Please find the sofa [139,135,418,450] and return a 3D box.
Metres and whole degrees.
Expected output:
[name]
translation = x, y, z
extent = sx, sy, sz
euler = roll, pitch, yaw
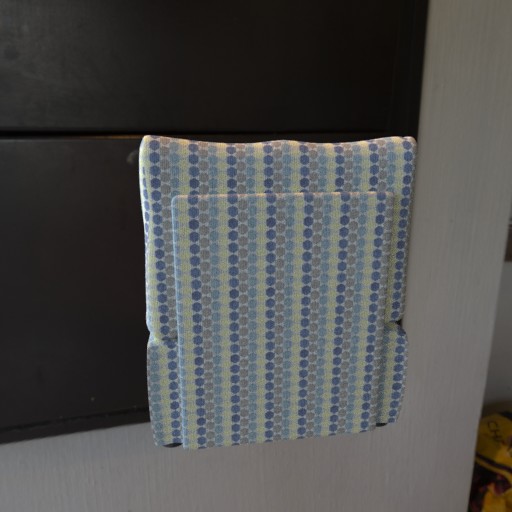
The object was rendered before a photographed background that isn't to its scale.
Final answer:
[sofa]
translation = 0.000, 0.000, 1.573
extent = 0.700, 0.820, 1.000
euler = -2, 15, -8
